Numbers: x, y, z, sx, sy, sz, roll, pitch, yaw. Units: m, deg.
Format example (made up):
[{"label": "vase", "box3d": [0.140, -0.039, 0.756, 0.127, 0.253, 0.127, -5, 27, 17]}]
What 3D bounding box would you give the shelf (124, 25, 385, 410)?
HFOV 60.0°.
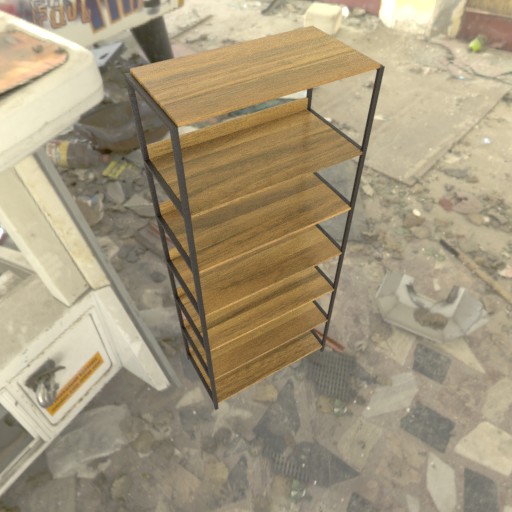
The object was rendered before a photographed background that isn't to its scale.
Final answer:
[{"label": "shelf", "box3d": [0.000, 0.000, 2.338, 0.847, 2.015, 0.431, -23, 51, -20]}]
